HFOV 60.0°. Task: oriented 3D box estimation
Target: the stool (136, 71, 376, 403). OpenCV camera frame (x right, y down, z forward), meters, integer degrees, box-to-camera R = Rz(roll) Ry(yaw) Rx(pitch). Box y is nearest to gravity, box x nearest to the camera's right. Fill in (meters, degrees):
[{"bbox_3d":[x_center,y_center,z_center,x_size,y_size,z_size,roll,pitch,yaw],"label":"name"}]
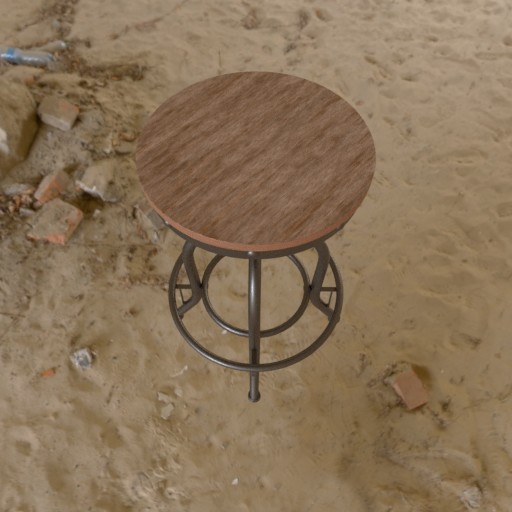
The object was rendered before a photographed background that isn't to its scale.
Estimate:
[{"bbox_3d":[0.000,0.000,0.907,0.439,0.609,0.439,1,58,1],"label":"stool"}]
